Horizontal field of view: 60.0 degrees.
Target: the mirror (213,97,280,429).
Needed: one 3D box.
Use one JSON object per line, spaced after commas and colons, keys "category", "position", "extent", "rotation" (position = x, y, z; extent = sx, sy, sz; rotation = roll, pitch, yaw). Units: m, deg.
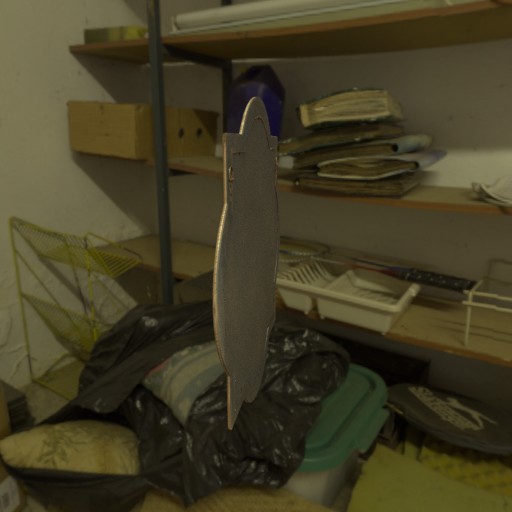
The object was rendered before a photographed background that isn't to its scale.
{"category": "mirror", "position": [0.000, 0.000, 1.040], "extent": [0.019, 0.686, 0.686], "rotation": [3, 15, 11]}
